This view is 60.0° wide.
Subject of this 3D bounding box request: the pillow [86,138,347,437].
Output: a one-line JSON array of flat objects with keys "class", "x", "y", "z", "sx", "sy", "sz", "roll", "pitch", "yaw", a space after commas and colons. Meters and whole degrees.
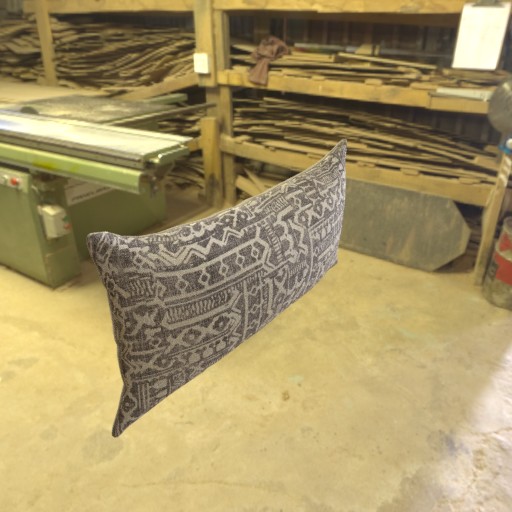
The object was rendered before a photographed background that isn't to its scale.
[{"class": "pillow", "x": 0.000, "y": 0.000, "z": 0.749, "sx": 0.148, "sy": 0.290, "sz": 0.631, "roll": 19, "pitch": 32, "yaw": 32}]
